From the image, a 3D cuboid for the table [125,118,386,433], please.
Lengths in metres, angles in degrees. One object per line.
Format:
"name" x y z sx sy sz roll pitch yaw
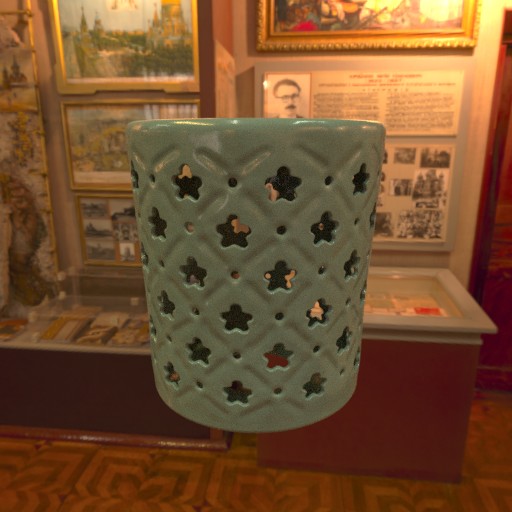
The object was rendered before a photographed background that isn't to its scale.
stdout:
"table" 0.000 0.000 0.663 0.352 0.387 0.352 0 15 0
